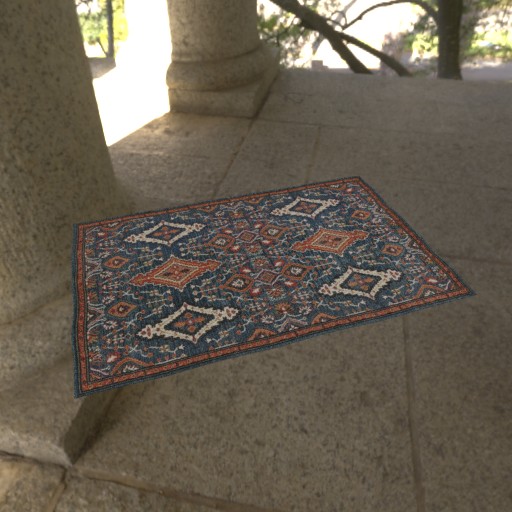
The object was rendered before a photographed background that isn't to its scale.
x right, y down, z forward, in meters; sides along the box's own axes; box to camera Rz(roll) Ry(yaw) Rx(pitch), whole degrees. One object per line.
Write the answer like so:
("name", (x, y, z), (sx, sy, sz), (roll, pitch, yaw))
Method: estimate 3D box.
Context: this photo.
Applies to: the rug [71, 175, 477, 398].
("rug", (0.000, 0.000, 4.244), (3.371, 0.008, 2.190), (-12, 41, -14))
